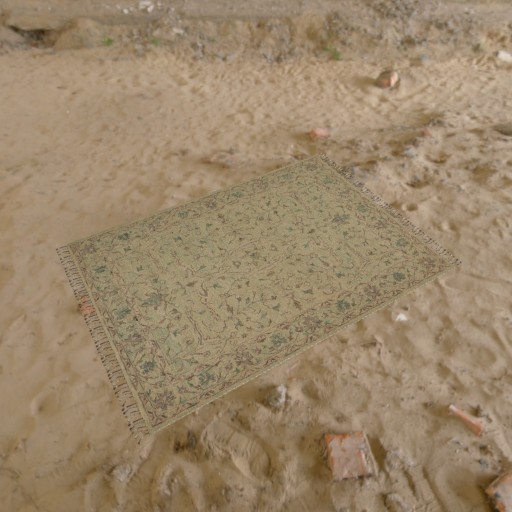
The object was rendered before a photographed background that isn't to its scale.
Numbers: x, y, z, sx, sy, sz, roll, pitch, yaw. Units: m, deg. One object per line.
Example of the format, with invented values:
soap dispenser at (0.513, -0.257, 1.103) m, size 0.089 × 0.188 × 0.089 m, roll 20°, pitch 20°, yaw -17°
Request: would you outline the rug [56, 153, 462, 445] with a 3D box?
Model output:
rug at (0.000, 0.000, 2.361) m, size 1.802 × 0.008 × 1.247 m, roll -23°, pitch 50°, yaw -21°
